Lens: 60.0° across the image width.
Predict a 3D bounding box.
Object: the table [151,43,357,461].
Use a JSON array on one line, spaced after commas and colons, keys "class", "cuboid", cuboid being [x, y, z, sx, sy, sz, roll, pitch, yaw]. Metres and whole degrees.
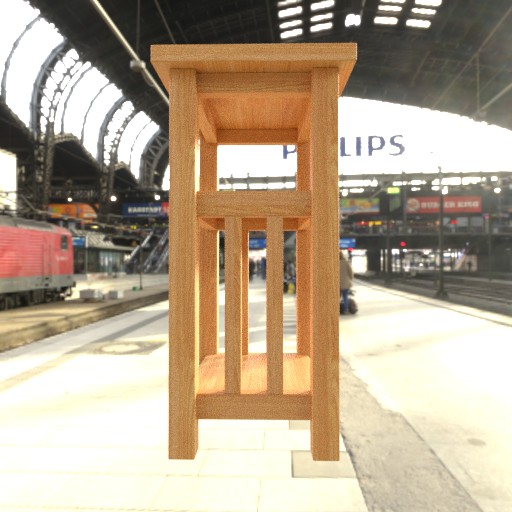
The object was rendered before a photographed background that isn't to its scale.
[{"class": "table", "cuboid": [0.000, 0.000, 0.750, 0.270, 0.550, 0.350, 0, -1, 1]}]
